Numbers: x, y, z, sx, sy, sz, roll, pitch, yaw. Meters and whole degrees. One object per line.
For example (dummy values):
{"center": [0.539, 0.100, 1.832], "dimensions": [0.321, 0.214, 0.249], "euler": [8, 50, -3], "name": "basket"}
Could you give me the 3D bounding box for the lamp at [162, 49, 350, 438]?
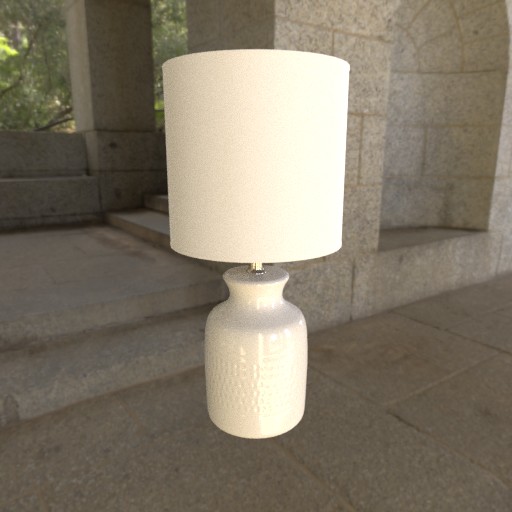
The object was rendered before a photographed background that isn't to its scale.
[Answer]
{"center": [0.000, 0.000, 0.498], "dimensions": [0.188, 0.392, 0.188], "euler": [6, 15, 25], "name": "lamp"}
